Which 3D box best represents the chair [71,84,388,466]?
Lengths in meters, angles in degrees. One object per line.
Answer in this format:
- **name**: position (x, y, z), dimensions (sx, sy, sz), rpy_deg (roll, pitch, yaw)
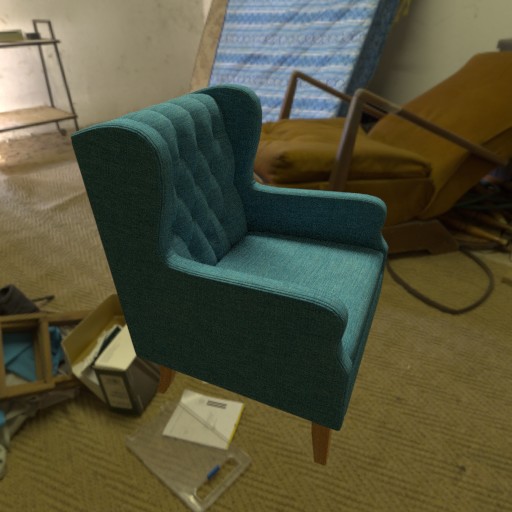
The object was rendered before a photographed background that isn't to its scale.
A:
- **chair**: position (0.000, 0.000, 1.452), dimensions (0.775, 0.952, 0.711), rpy_deg (12, 32, 19)
